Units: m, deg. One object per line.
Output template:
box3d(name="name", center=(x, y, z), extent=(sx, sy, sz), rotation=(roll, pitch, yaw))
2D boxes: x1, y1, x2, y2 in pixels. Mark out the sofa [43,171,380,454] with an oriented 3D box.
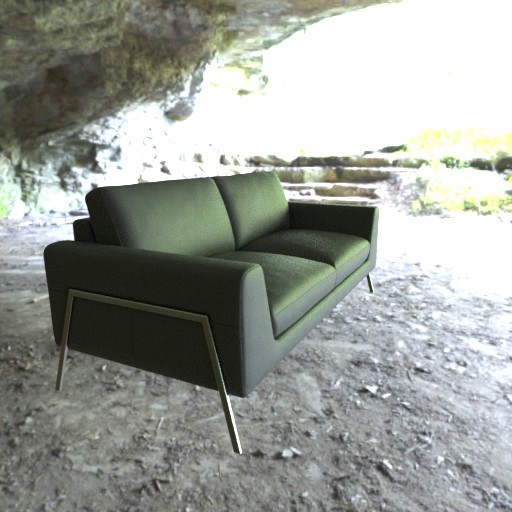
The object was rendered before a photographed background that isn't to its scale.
box3d(name="sofa", center=(0.000, 0.000, 2.494), extent=(0.953, 0.875, 2.017), rotation=(7, 15, 26))
